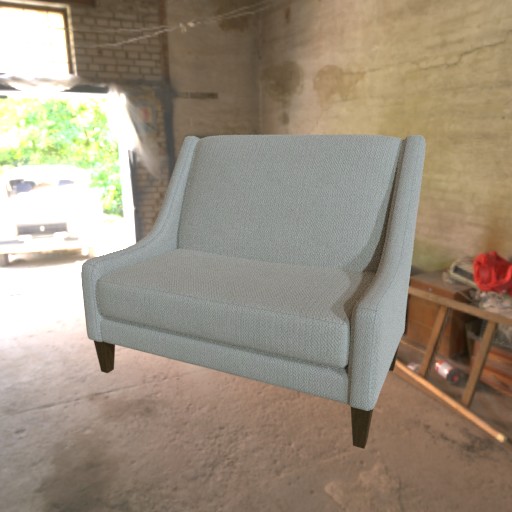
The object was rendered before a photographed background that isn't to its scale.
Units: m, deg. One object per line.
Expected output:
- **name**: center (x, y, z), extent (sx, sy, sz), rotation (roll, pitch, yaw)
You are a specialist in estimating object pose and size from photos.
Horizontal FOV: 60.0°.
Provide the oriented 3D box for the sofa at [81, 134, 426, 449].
- **sofa**: center (0.000, 0.000, 1.923), extent (1.242, 1.022, 0.870), rotation (7, 16, 25)
